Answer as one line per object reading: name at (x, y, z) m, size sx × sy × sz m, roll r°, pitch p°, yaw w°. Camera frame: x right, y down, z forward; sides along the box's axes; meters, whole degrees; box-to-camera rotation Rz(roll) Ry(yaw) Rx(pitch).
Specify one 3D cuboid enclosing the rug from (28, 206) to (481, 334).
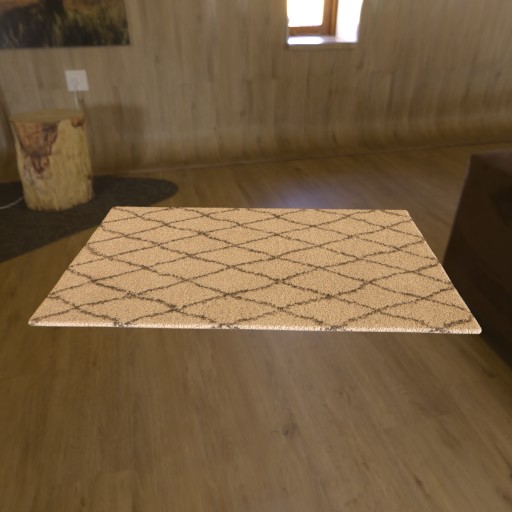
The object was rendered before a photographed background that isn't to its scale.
rug at (0.000, 0.000, 3.026) m, size 2.438 × 0.030 × 1.524 m, roll 1°, pitch 31°, yaw 1°
